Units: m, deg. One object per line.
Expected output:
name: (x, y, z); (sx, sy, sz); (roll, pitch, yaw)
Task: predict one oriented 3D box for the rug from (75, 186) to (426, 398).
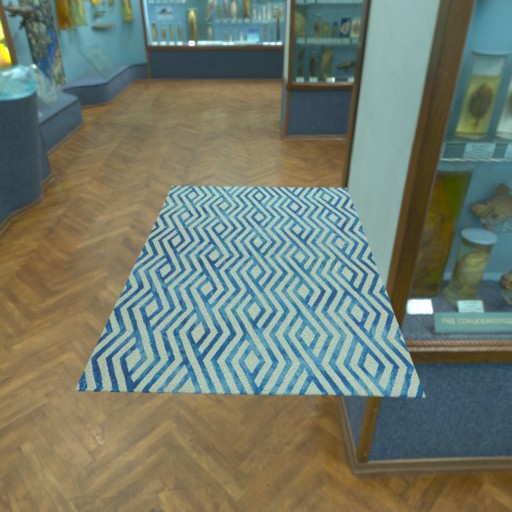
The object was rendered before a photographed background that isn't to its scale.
rug: (0.000, 0.000, 2.317); (1.225, 0.008, 1.830); (1, 32, 1)
